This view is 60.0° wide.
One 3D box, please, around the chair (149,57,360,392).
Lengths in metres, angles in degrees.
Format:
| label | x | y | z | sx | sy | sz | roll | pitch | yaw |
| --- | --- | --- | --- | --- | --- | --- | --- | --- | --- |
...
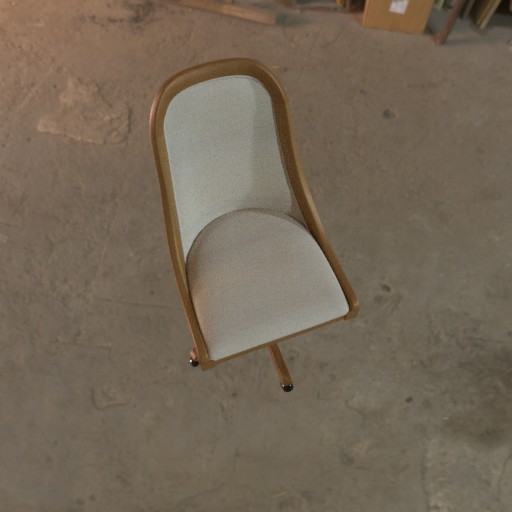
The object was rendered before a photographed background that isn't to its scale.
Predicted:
| label | x | y | z | sx | sy | sz | roll | pitch | yaw |
| --- | --- | --- | --- | --- | --- | --- | --- | --- | --- |
| chair | 0.000 | 0.000 | 1.552 | 0.702 | 1.009 | 0.811 | -18 | 65 | -9 |
